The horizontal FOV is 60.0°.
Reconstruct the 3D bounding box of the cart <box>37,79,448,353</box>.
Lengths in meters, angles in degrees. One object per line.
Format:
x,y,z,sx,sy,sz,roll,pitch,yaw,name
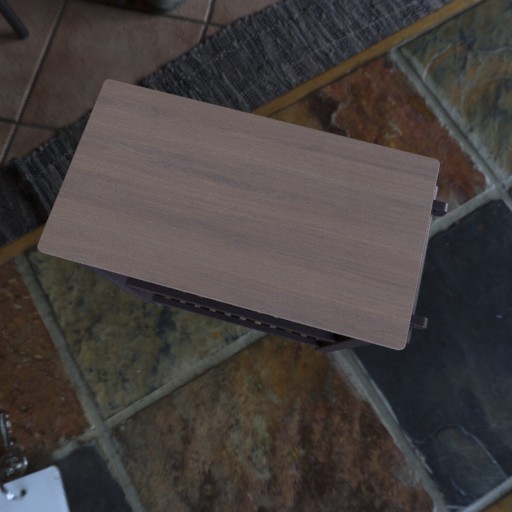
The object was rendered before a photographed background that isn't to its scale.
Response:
0.000,0.000,1.465,0.899,0.927,0.457,15,76,4,cart
